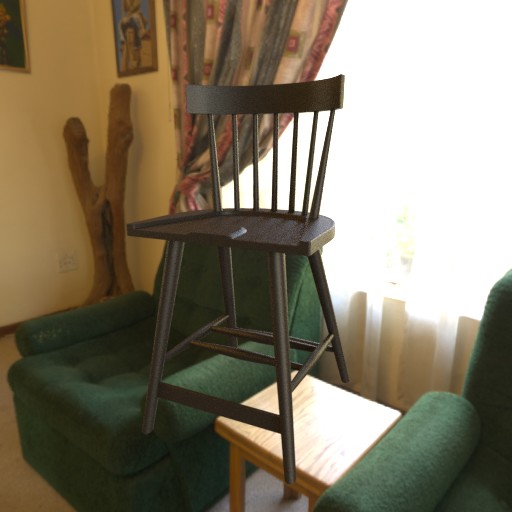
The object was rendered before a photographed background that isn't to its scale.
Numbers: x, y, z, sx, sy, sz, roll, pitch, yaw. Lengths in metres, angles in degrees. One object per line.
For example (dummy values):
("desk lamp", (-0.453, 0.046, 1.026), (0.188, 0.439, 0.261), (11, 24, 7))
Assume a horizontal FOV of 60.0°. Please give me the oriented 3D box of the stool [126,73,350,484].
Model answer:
("stool", (0.000, 0.000, 1.274), (0.494, 0.953, 0.549), (7, 16, 25))
